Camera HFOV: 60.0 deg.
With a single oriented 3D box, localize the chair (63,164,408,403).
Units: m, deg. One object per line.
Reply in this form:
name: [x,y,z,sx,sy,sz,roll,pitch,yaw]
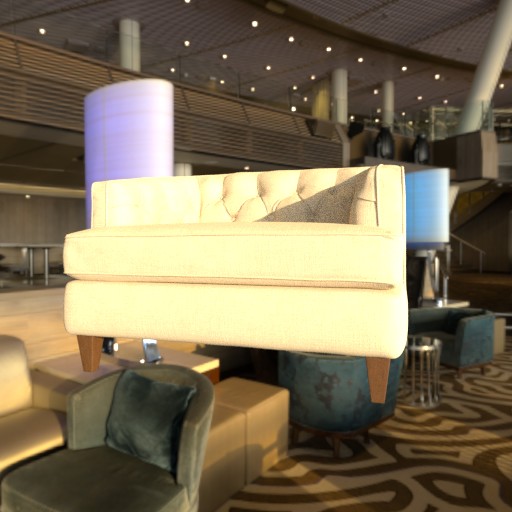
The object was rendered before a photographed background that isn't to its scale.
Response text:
chair: [0.000,0.000,1.732,1.118,0.787,0.914,0,1,18]
